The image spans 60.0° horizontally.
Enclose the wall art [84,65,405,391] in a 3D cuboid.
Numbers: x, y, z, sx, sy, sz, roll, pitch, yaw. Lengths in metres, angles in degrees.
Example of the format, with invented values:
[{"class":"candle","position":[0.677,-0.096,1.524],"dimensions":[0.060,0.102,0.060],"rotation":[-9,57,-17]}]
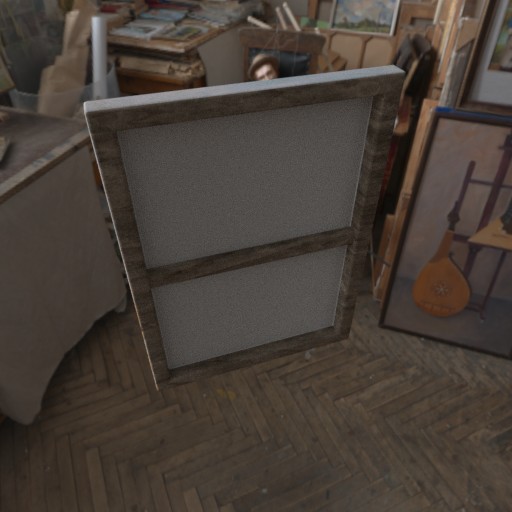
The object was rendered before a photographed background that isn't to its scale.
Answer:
[{"class":"wall art","position":[0.000,0.000,0.791],"dimensions":[0.443,0.605,0.035],"rotation":[-12,43,-14]}]
